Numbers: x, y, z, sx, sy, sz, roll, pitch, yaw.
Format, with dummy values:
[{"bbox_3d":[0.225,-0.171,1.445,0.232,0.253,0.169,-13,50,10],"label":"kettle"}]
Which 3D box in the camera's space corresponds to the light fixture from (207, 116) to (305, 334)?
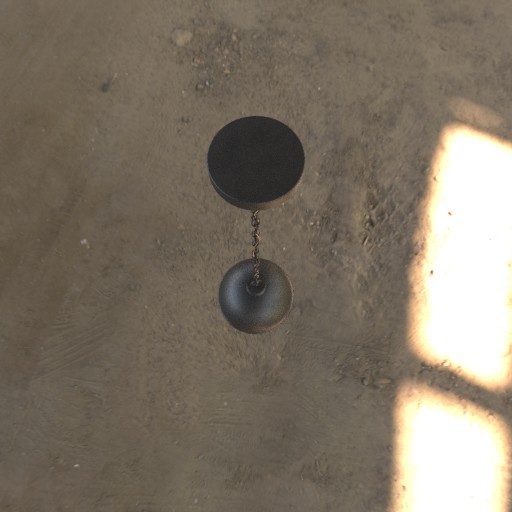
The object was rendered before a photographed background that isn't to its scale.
[{"bbox_3d":[0.000,0.000,1.238,0.304,1.090,0.304,-17,74,-5],"label":"light fixture"}]
